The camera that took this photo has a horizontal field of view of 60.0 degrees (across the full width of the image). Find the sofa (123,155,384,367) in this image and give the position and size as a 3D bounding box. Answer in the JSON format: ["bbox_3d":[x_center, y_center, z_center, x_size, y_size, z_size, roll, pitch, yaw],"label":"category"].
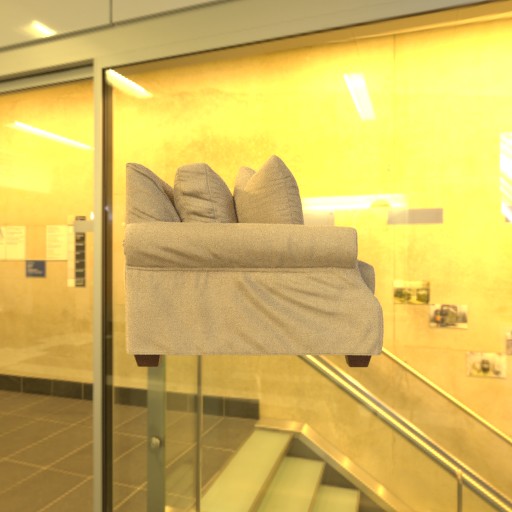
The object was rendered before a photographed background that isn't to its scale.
[{"bbox_3d":[0.000,0.000,2.843,1.067,0.904,2.285,0,0,1],"label":"sofa"}]
